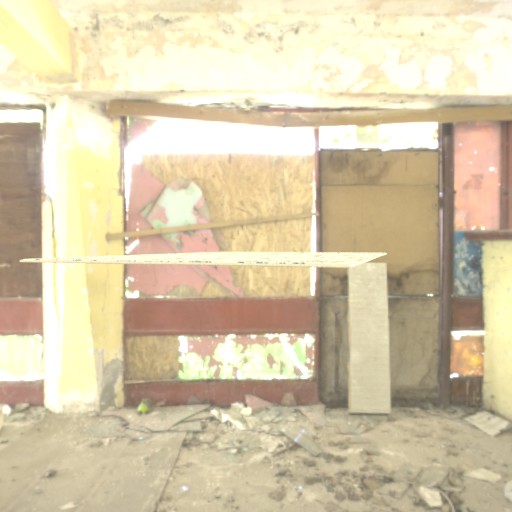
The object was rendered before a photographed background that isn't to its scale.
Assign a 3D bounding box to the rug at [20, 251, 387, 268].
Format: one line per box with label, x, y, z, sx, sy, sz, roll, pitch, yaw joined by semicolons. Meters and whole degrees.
rug;0.000;0.000;2.301;1.213;0.012;1.831;1;2;19
